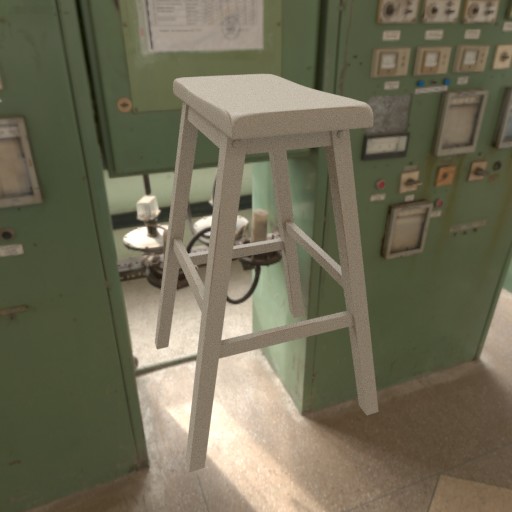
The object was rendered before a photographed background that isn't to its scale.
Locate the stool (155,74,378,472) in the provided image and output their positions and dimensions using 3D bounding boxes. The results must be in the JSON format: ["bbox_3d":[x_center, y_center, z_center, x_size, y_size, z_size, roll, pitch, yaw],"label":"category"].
[{"bbox_3d":[0.000,0.000,1.034,0.476,0.737,0.457,-10,30,-18],"label":"stool"}]
